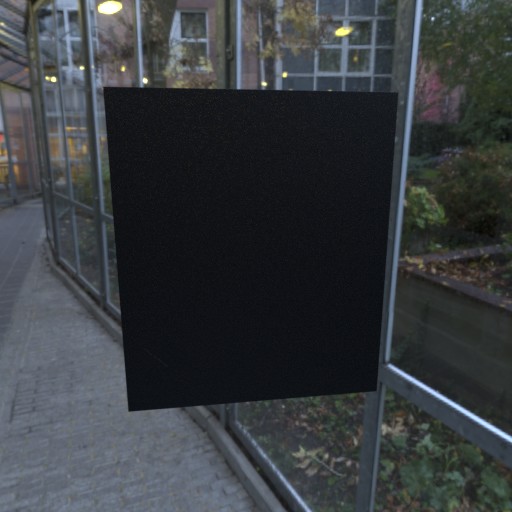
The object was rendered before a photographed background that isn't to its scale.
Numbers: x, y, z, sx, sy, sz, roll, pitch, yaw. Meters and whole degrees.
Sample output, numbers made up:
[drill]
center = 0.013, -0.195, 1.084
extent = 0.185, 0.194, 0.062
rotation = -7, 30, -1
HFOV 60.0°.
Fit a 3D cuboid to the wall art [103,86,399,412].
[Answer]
[wall art]
center = 0.000, 0.000, 0.542
extent = 0.325, 0.380, 0.028
rotation = -2, 14, -8
